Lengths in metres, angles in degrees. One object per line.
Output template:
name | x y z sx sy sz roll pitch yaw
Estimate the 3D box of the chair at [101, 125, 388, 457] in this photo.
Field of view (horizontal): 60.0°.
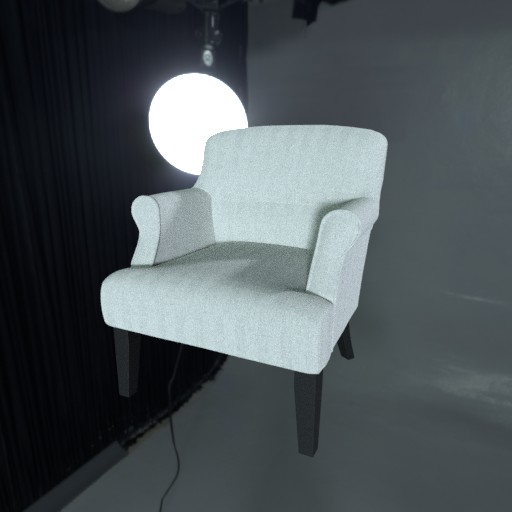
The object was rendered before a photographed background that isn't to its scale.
chair | 0.000 0.000 1.514 0.781 0.875 0.750 7 16 26
